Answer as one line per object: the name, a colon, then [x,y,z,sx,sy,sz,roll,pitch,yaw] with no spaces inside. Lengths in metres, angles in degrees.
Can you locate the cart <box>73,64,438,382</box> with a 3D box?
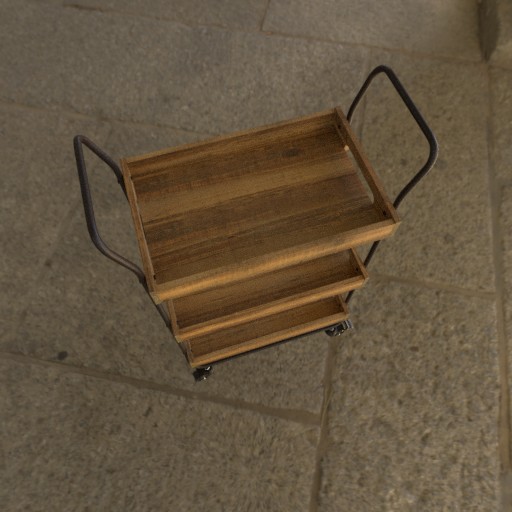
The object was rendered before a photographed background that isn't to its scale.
cart: [0.000,0.000,1.119,0.583,0.857,0.339,-16,65,-8]
